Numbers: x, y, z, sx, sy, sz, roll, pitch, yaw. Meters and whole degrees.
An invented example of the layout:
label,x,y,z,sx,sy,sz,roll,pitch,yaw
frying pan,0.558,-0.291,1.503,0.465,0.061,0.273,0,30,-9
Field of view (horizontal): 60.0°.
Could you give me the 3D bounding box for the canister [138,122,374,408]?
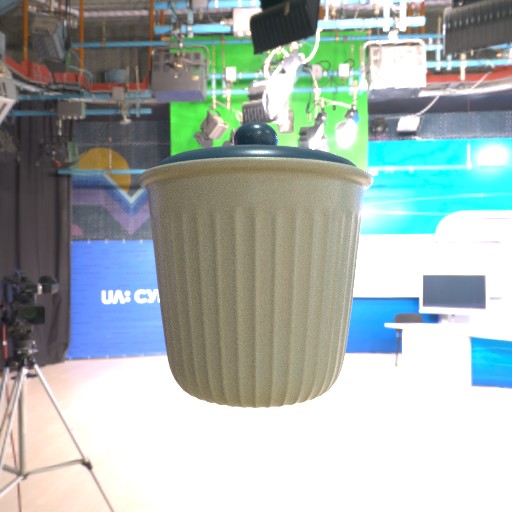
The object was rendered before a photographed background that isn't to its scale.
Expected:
label,x,y,z,sx,sy,sz,roll,pitch,yaw
canister,0.000,0.000,0.353,0.181,0.211,0.181,0,0,0
